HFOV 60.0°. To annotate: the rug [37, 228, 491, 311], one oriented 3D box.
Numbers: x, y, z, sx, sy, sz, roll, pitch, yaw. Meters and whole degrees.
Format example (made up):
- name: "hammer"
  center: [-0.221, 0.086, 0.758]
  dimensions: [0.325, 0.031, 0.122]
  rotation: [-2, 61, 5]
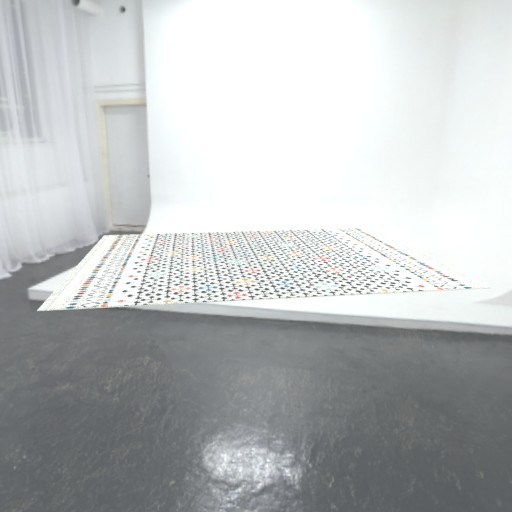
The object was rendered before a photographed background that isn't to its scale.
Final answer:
- name: "rug"
  center: [0.000, 0.000, 4.204]
  dimensions: [3.196, 0.007, 2.354]
  rotation: [-2, 15, -8]
